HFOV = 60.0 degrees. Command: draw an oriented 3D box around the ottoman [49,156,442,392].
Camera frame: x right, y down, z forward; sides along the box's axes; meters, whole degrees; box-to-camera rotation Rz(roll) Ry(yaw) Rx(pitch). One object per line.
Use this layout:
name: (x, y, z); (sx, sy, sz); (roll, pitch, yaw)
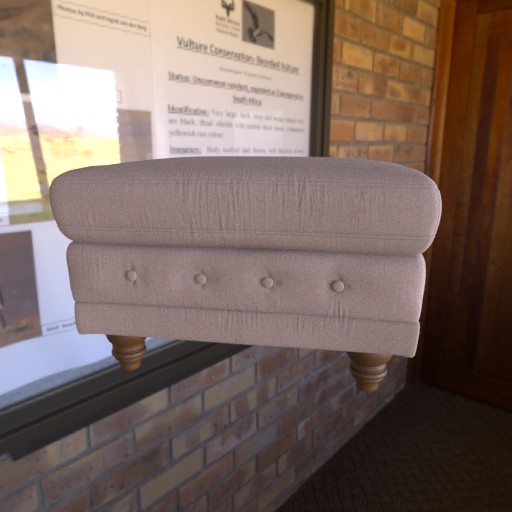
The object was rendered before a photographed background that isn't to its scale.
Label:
ottoman: (0.000, 0.000, 1.145); (0.771, 0.500, 0.569); (2, 14, 9)
